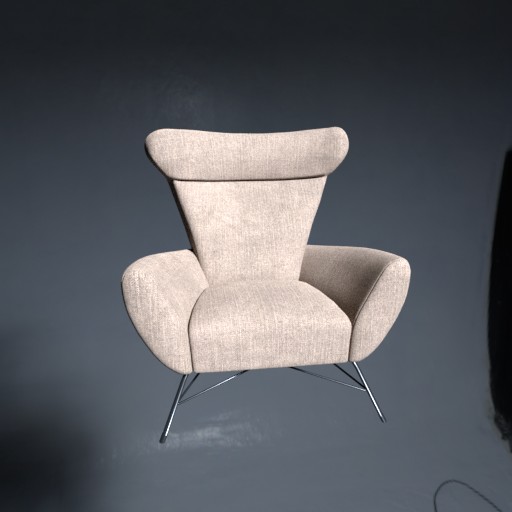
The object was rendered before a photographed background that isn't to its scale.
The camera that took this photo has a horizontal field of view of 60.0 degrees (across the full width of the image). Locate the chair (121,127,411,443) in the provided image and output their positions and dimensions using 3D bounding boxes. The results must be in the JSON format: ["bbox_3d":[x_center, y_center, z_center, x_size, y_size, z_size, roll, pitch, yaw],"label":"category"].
[{"bbox_3d":[0.000,0.000,1.841,0.980,1.040,0.900,-2,15,-8],"label":"chair"}]
